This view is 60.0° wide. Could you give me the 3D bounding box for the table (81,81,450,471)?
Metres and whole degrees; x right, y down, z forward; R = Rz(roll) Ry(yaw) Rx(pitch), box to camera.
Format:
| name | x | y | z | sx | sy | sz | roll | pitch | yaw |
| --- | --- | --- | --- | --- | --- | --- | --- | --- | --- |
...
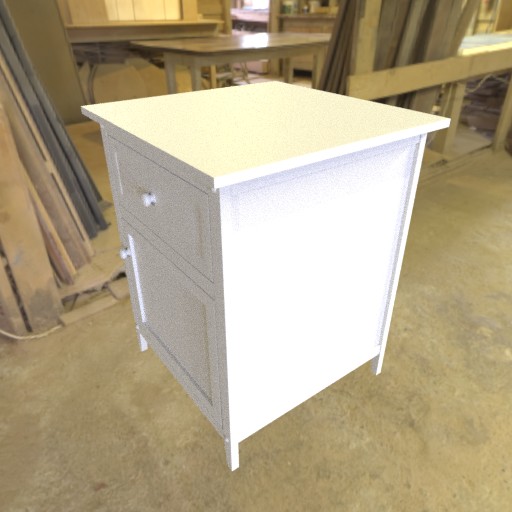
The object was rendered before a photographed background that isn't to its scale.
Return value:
| name | x | y | z | sx | sy | sz | roll | pitch | yaw |
| --- | --- | --- | --- | --- | --- | --- | --- | --- | --- |
| table | 0.000 | 0.000 | 0.762 | 0.381 | 0.483 | 0.381 | -21 | 36 | -31 |
